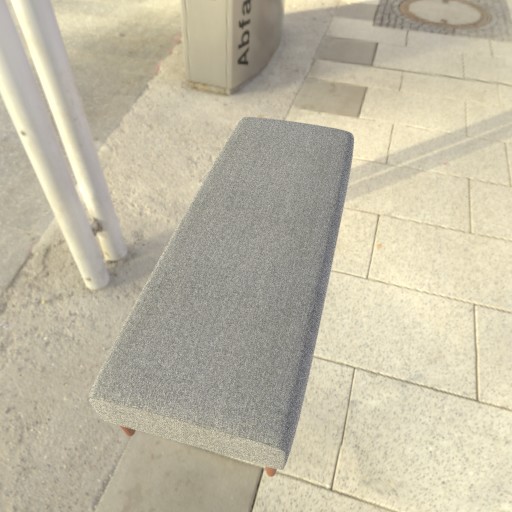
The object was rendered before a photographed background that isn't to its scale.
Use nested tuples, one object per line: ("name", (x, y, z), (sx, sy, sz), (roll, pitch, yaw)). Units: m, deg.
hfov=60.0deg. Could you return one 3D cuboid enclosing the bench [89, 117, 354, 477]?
("bench", (0.000, 0.000, 1.857), (0.631, 0.384, 1.598), (11, 48, 10))
